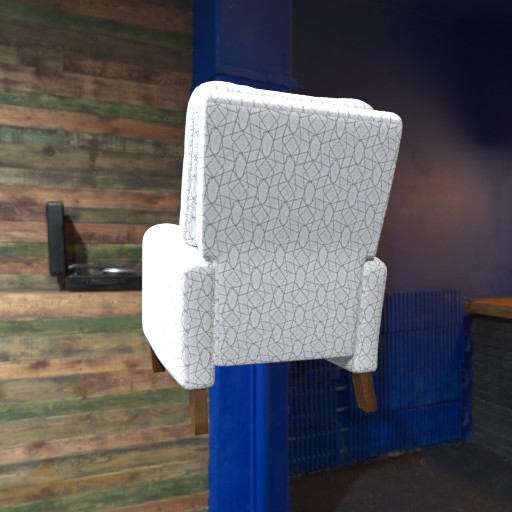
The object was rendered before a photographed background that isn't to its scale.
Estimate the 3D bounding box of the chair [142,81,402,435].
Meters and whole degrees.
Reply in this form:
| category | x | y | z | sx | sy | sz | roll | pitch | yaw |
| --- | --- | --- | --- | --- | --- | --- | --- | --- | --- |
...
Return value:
| category | x | y | z | sx | sy | sz | roll | pitch | yaw |
| --- | --- | --- | --- | --- | --- | --- | --- | --- | --- |
| chair | 0.000 | 0.000 | 1.751 | 0.796 | 1.064 | 0.995 | 0 | 0 | -19 |
